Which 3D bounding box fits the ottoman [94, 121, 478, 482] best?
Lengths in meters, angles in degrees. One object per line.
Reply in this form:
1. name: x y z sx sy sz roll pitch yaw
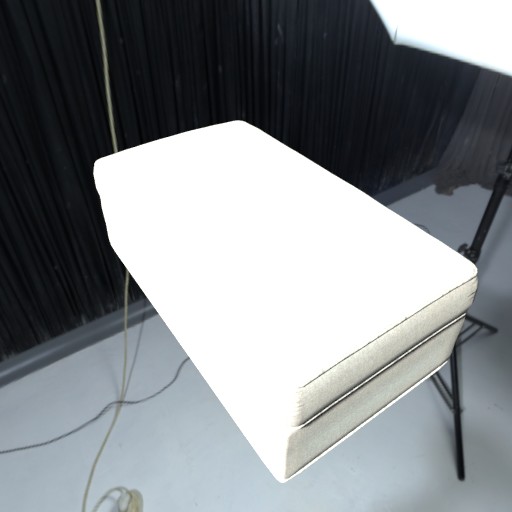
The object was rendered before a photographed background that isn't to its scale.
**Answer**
1. ottoman: 0.000 0.000 1.387 0.617 0.448 1.097 -24 46 -26
